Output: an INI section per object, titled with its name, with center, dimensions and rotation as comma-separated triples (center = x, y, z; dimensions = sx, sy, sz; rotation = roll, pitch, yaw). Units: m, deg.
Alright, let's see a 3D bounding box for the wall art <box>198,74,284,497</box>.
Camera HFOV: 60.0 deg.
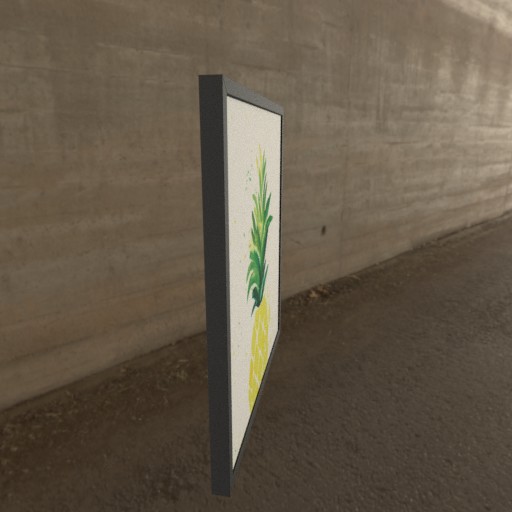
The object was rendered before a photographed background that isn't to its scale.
[wall art]
center = 0.000, 0.000, 1.121
dimensions = 0.037, 0.760, 0.762
rotation = 3, 15, 10
